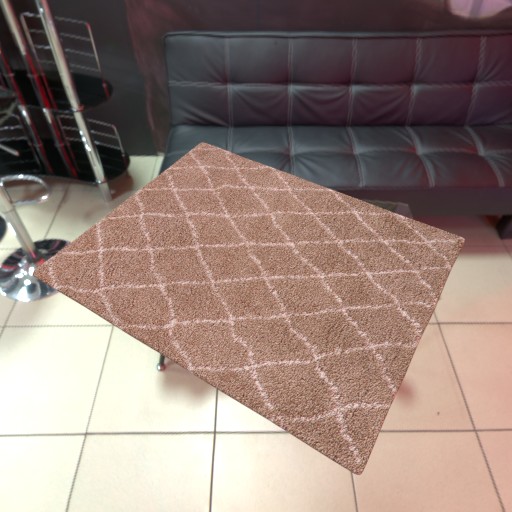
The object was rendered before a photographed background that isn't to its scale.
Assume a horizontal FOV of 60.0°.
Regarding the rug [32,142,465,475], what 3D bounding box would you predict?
[{"bbox_3d":[0.000,0.000,3.953,3.047,0.029,2.438,25,51,22],"label":"rug"}]
